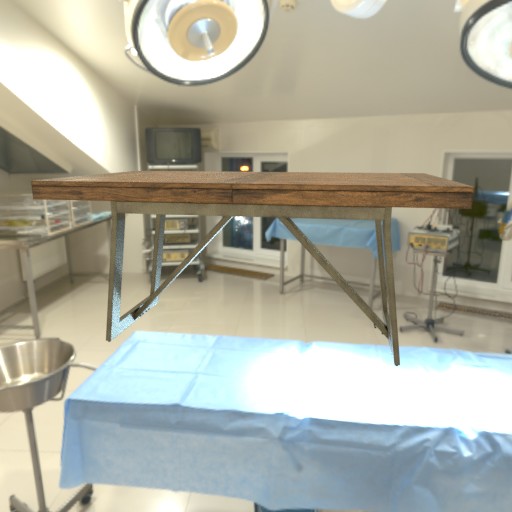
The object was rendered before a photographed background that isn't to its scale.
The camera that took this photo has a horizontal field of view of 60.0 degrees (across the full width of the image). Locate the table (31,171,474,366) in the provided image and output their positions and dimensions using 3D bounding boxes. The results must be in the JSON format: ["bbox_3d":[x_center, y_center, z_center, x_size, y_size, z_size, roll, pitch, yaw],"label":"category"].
[{"bbox_3d":[0.000,0.000,2.141,1.641,0.757,0.931,2,14,10],"label":"table"}]
